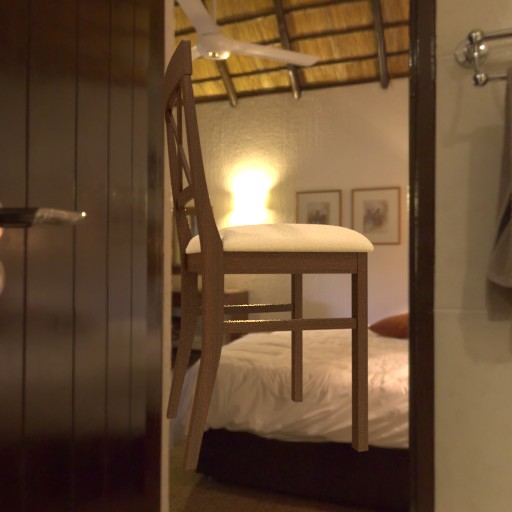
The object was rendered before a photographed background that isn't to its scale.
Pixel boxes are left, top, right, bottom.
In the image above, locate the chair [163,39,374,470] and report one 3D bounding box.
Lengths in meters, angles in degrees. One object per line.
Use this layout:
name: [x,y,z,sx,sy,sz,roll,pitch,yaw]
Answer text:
chair: [0.000,0.000,1.178,0.480,0.913,0.440,0,-1,-18]
